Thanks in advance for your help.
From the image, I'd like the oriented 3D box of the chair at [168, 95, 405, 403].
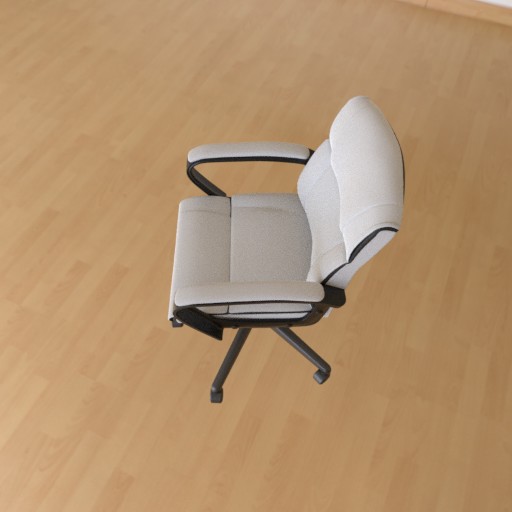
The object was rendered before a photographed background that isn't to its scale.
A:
[{"bbox_3d":[0.000,0.000,1.493,0.717,1.004,0.739,0,58,0],"label":"chair"}]
